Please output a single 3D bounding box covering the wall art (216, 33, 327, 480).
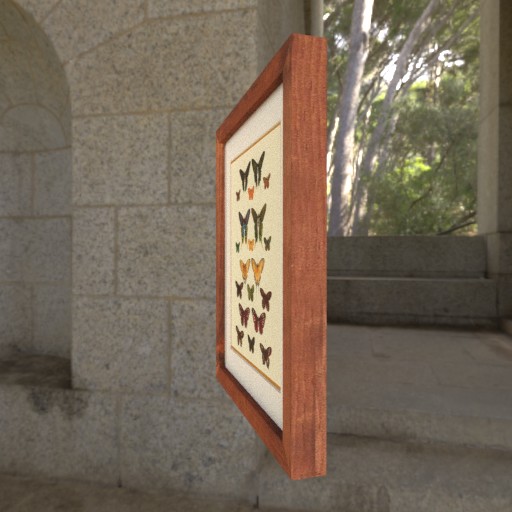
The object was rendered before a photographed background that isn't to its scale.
[{"bbox_3d":[0.000,0.000,0.631,0.039,0.449,0.377,0,1,-17],"label":"wall art"}]
